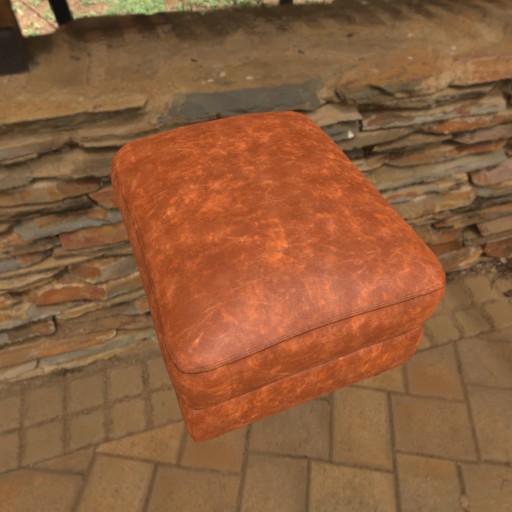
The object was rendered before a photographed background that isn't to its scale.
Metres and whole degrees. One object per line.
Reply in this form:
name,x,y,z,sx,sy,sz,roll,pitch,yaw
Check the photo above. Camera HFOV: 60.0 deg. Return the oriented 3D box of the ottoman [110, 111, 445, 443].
ottoman,0.000,0.000,1.269,0.657,0.562,0.832,-16,49,-15
